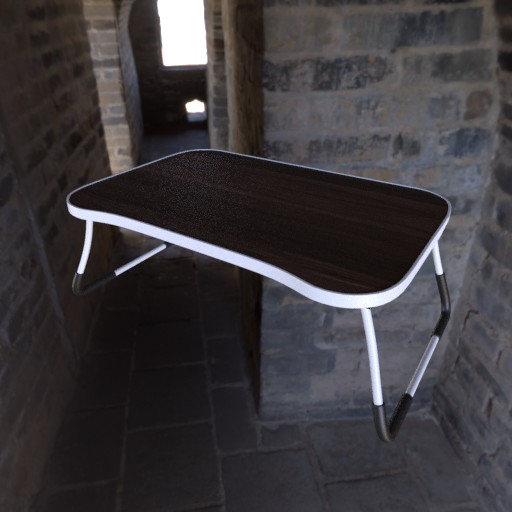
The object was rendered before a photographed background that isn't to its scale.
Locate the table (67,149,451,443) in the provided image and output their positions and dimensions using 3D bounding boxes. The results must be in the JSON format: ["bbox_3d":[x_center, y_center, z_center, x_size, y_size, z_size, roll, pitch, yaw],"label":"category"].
[{"bbox_3d":[0.000,0.000,0.820,0.660,0.232,0.400,18,34,29],"label":"table"}]
